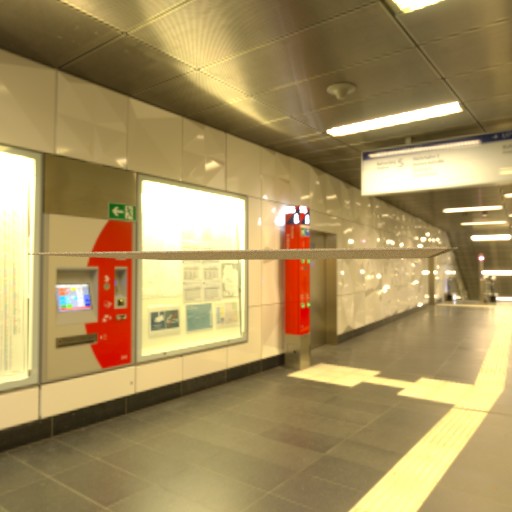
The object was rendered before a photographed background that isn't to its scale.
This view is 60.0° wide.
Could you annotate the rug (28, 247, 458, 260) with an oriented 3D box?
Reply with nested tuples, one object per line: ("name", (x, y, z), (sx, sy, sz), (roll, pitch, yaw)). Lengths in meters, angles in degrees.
("rug", (0.000, 0.000, 2.890), (2.233, 0.011, 1.514), (-1, -2, 18))
